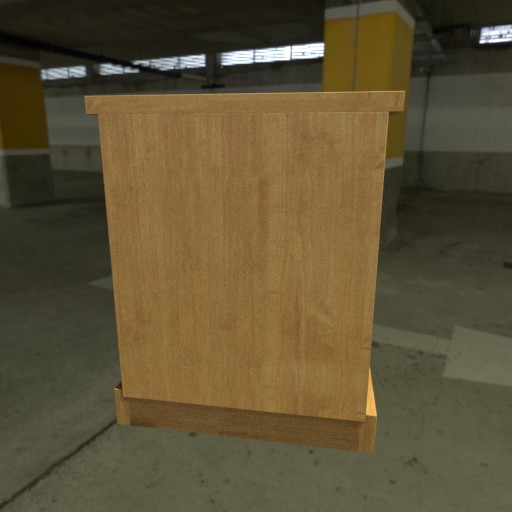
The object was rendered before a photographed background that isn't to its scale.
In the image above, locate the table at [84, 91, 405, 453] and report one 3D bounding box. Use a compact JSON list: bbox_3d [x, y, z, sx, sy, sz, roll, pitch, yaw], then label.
[{"bbox_3d":[0.000,0.000,1.238,0.660,0.813,0.500,3,15,10],"label":"table"}]
